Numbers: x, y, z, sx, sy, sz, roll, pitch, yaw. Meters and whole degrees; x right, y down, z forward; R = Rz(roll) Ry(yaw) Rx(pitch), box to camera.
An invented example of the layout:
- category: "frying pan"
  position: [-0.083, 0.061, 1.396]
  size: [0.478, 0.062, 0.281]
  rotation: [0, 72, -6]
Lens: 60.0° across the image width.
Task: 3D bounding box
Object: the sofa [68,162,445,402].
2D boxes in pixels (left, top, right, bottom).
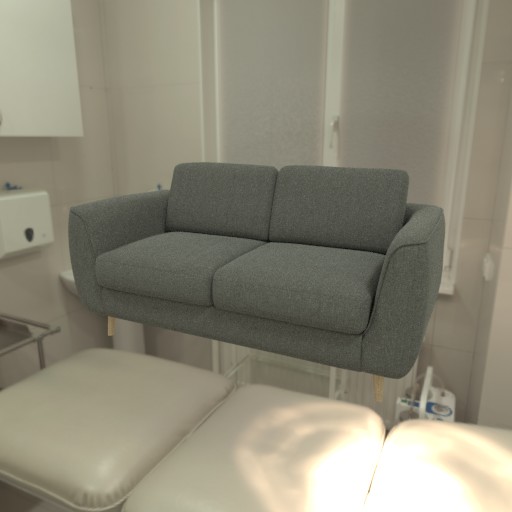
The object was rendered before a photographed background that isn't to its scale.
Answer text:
- category: "sofa"
  position: [0.000, 0.000, 2.205]
  size: [1.700, 0.870, 0.920]
  rotation: [7, 16, 25]
